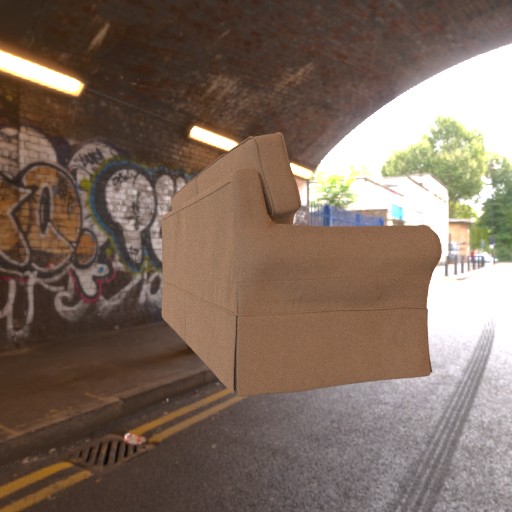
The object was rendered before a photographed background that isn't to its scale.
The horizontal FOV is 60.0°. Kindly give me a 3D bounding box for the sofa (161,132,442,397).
[{"bbox_3d":[0.000,0.000,2.733,0.900,1.014,2.246,0,0,-19],"label":"sofa"}]
